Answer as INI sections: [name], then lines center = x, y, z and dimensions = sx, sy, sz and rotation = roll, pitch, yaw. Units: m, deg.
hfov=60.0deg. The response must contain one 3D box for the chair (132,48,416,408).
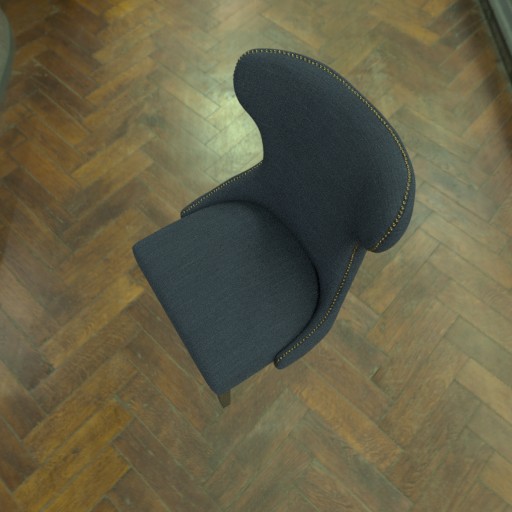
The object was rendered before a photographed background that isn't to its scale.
[chair]
center = 0.000, 0.000, 1.363
dimensions = 0.635, 0.967, 0.628
rotation = -30, 67, -14
